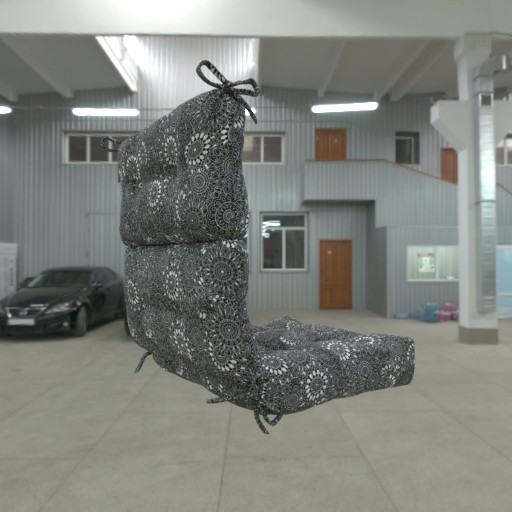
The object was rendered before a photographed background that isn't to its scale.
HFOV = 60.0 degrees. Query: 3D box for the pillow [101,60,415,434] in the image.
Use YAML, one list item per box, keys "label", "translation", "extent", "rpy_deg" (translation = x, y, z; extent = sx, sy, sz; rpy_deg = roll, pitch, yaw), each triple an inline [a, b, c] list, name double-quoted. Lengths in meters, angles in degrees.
- label: "pillow"
  translation: [0.000, 0.000, 1.027]
  extent: [0.571, 0.605, 0.519]
  rpy_deg: [0, -1, -36]
